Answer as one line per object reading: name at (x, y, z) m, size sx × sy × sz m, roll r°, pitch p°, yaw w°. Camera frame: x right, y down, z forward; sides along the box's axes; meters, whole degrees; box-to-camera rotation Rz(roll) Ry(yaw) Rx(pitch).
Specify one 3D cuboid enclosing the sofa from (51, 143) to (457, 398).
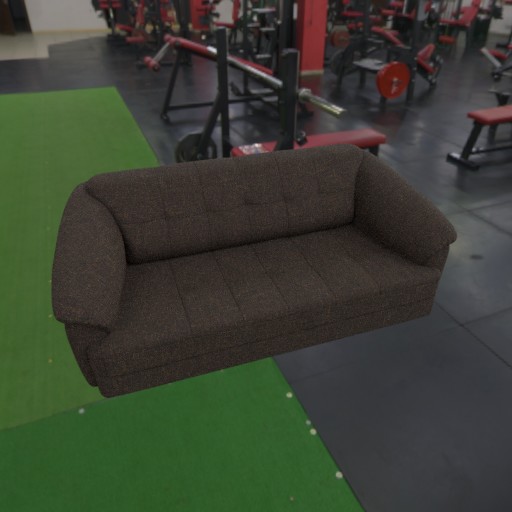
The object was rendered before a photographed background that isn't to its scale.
sofa at (0.000, 0.000, 2.257) m, size 1.849 × 0.790 × 0.887 m, roll -11°, pitch 35°, yaw -16°
